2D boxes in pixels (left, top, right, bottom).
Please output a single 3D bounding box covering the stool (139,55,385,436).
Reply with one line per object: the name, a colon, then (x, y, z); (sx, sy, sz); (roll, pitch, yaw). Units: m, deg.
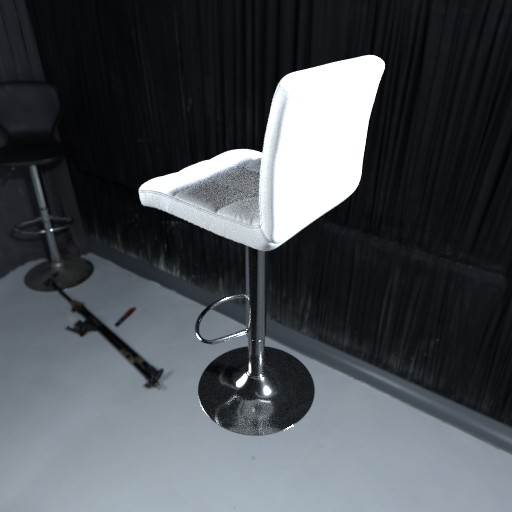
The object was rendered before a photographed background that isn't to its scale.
stool: (0.000, 0.000, 1.339); (0.505, 1.115, 0.430); (21, 37, 31)
